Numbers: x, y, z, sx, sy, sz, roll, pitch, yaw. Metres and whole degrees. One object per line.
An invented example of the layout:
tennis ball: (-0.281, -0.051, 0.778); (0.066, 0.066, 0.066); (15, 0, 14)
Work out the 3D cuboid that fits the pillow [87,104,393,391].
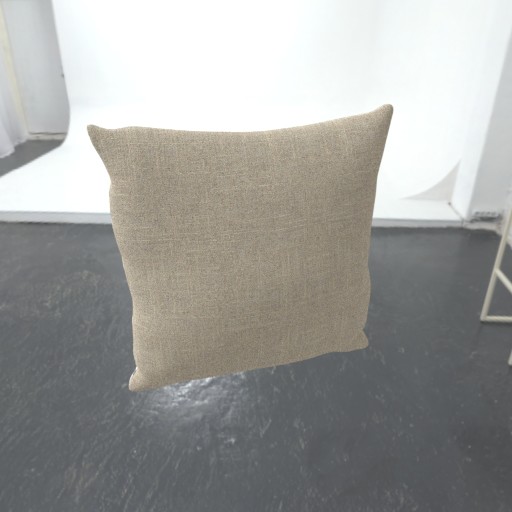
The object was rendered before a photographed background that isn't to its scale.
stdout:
pillow: (0.000, 0.000, 0.696); (0.439, 0.440, 0.182); (-8, 28, -15)
